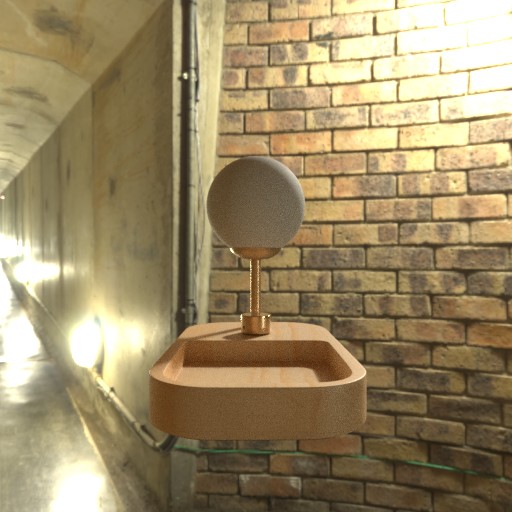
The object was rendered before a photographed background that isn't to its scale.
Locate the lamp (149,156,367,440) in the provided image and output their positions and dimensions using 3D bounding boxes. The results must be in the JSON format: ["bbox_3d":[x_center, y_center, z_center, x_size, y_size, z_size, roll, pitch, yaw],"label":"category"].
[{"bbox_3d":[0.000,0.000,0.466,0.173,0.253,0.331,0,0,0],"label":"lamp"}]
